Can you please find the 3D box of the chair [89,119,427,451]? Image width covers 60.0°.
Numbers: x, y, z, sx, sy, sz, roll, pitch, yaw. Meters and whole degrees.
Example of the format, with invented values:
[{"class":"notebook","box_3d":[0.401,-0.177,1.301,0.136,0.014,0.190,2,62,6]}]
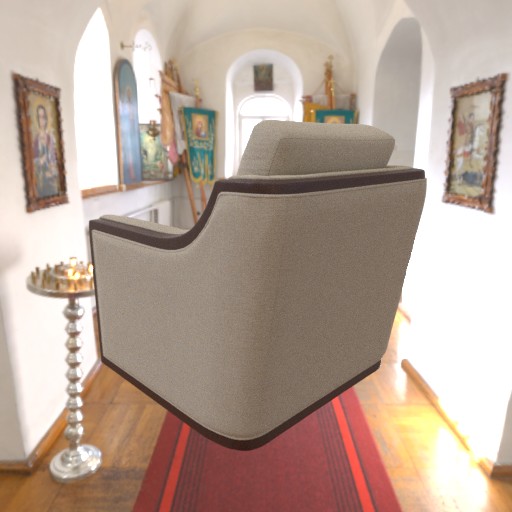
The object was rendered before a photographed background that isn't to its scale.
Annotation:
[{"class":"chair","box_3d":[0.000,0.000,1.633,0.870,0.930,0.950,-14,20,-43]}]
